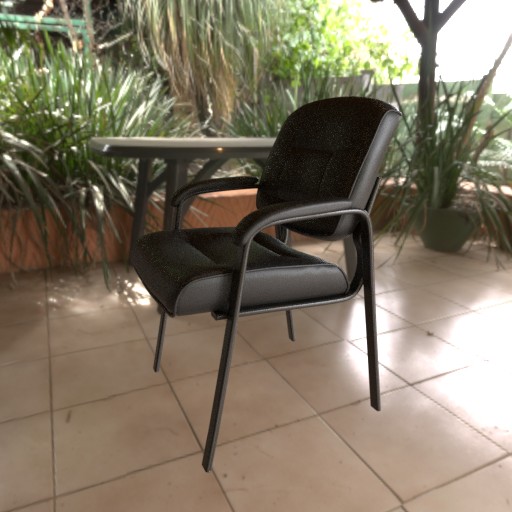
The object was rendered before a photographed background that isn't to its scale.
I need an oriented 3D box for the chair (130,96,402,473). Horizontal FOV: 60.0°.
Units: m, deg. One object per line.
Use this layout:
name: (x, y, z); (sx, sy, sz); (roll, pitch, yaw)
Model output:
chair: (0.000, 0.000, 1.322); (0.668, 0.910, 0.591); (-8, 18, -25)
